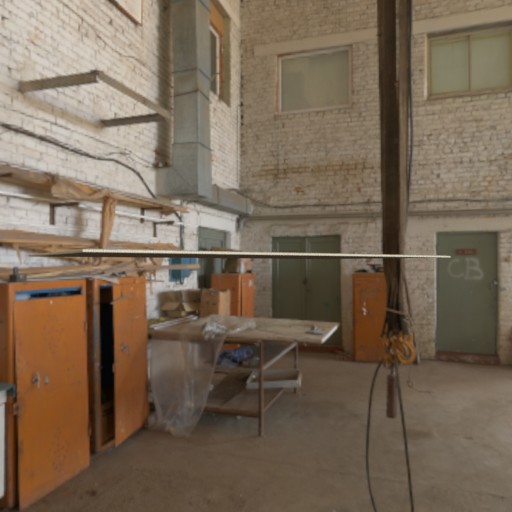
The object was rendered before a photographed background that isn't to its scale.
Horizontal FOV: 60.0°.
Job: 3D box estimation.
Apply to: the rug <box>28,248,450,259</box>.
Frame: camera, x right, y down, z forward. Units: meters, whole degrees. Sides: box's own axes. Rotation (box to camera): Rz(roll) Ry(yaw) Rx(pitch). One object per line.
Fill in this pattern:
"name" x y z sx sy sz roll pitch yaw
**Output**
"rug" 0.000 0.000 1.415 1.219 0.007 0.604 1 -1 -36
